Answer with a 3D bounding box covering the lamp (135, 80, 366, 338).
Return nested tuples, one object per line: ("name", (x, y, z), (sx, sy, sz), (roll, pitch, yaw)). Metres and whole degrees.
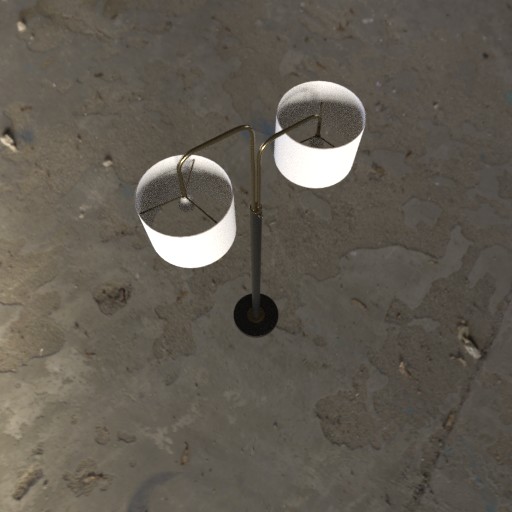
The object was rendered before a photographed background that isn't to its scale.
("lamp", (0.000, 0.000, 1.794), (0.711, 1.587, 0.254), (-33, 69, -15))
